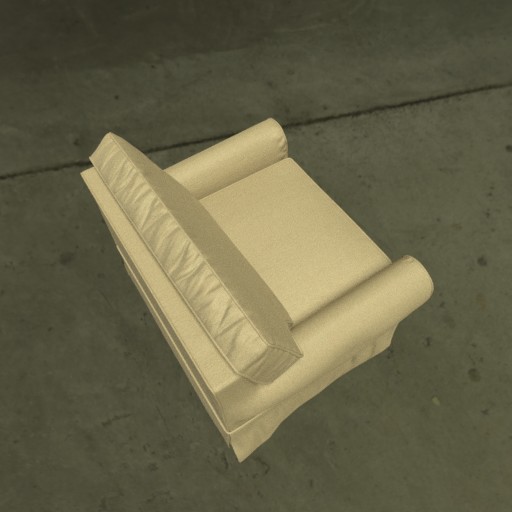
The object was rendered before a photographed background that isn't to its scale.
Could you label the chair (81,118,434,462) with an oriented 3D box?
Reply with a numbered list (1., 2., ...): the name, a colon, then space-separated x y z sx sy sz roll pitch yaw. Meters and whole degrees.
1. chair: 0.000 0.000 1.791 0.903 0.937 1.096 -29 61 -18
